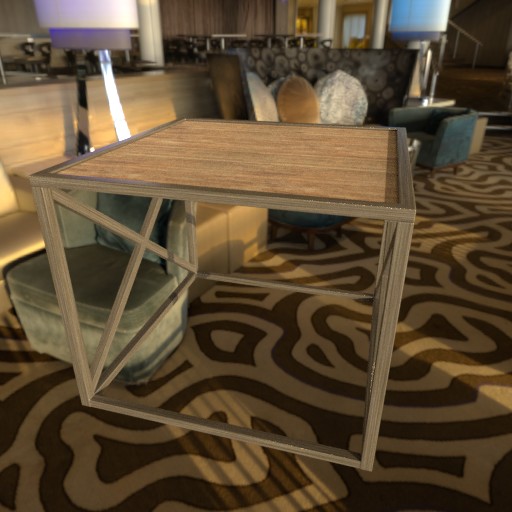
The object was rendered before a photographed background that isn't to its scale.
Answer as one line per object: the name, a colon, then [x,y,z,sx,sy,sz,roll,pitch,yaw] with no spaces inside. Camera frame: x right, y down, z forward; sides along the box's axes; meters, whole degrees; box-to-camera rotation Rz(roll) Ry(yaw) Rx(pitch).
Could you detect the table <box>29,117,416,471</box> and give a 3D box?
table: [0.000,0.000,1.033,0.609,0.507,0.611,7,27,14]
